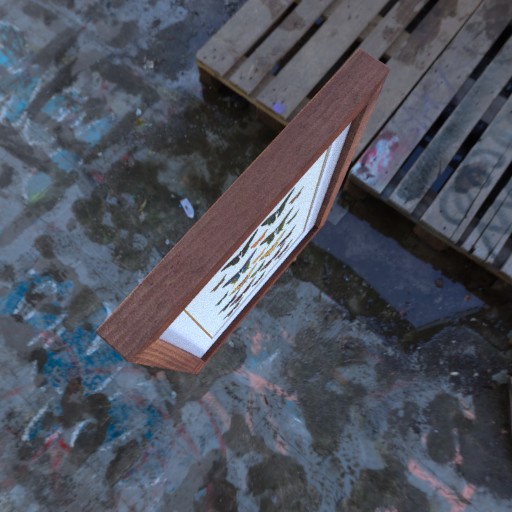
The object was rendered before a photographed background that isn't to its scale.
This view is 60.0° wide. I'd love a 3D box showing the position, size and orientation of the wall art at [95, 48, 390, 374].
[{"bbox_3d":[0.000,0.000,0.627,0.039,0.449,0.377,39,77,10],"label":"wall art"}]
